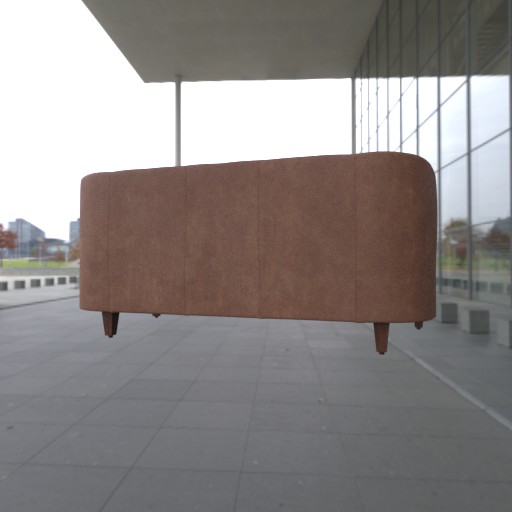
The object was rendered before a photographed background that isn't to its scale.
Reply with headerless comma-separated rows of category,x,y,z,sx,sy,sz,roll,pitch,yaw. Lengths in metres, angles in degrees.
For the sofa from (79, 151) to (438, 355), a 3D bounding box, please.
sofa,0.000,0.000,2.283,1.755,0.786,0.914,0,-1,18
